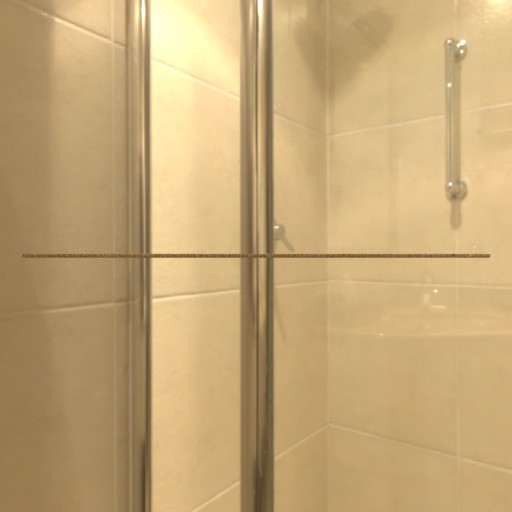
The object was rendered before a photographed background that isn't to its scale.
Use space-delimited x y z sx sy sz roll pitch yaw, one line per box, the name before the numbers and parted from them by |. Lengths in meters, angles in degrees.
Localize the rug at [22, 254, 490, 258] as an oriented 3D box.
rug | 0.000 0.000 4.038 3.000 0.026 2.400 0 0 0
